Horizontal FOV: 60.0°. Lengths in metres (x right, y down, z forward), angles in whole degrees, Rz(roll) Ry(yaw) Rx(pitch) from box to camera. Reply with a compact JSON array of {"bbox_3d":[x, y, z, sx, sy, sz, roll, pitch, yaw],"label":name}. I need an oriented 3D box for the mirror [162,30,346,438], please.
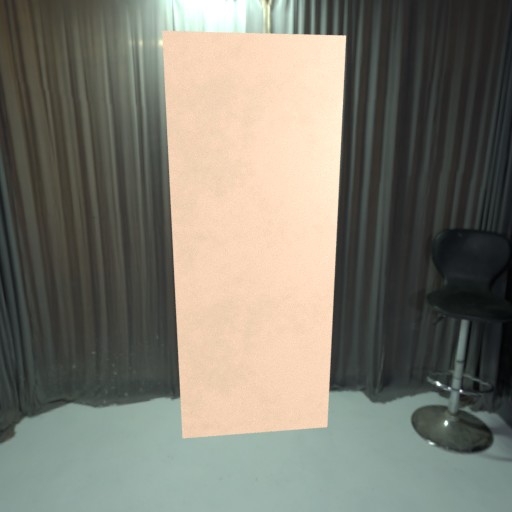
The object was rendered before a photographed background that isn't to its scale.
[{"bbox_3d":[0.000,0.000,2.221,0.812,2.031,0.026,-2,15,-7],"label":"mirror"}]
